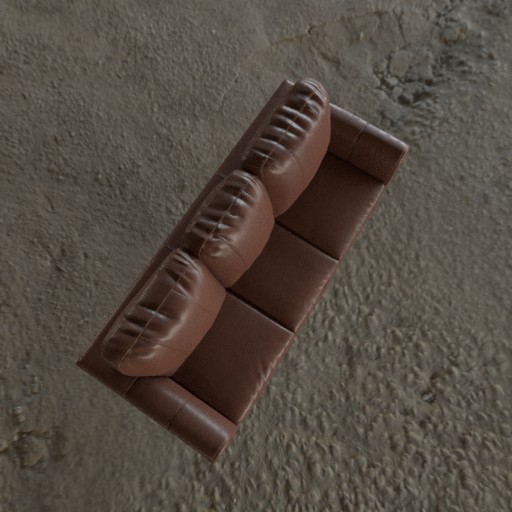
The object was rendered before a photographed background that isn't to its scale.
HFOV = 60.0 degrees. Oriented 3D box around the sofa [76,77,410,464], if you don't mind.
[{"bbox_3d":[0.000,0.000,2.324,0.802,0.915,1.862,32,77,9],"label":"sofa"}]
